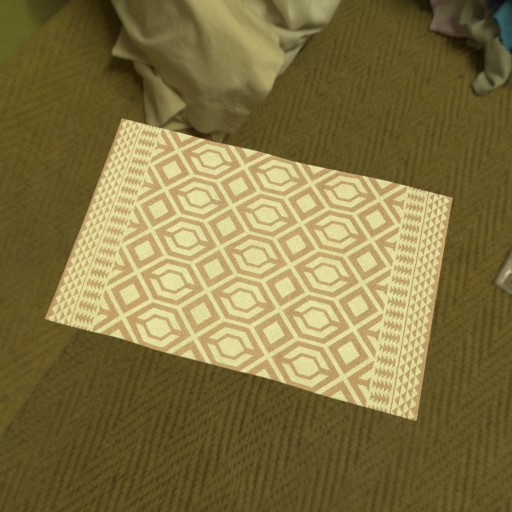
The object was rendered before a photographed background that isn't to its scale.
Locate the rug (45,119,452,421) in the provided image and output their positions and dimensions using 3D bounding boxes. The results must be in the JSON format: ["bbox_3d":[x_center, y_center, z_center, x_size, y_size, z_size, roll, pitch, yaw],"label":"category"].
[{"bbox_3d":[0.000,0.000,2.984,2.435,0.011,1.526,14,76,4],"label":"rug"}]
